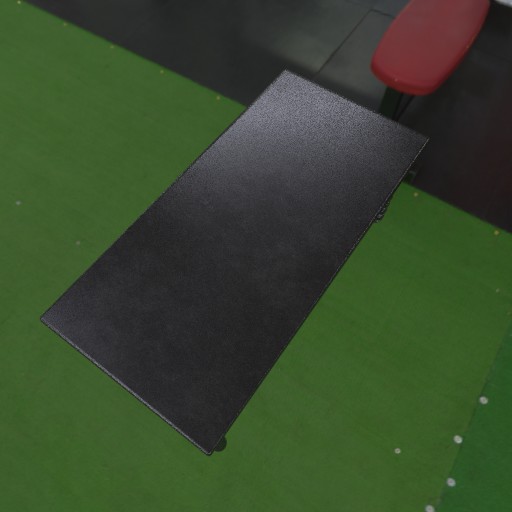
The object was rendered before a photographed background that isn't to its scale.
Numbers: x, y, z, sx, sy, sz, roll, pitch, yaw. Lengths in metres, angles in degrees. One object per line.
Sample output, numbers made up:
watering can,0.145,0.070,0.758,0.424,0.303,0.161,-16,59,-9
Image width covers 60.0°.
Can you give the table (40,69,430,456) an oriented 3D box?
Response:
table,0.000,0.000,1.516,0.580,0.487,1.171,32,67,16
